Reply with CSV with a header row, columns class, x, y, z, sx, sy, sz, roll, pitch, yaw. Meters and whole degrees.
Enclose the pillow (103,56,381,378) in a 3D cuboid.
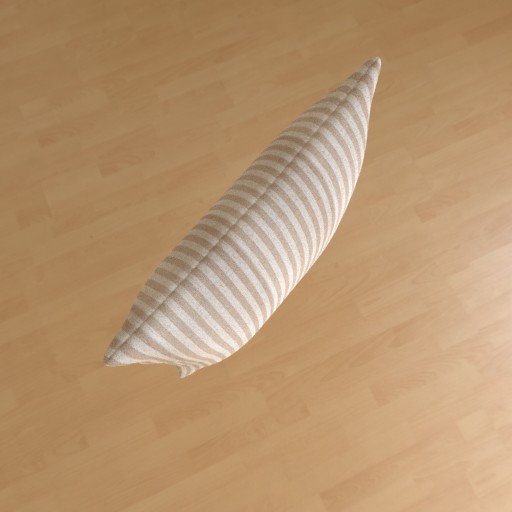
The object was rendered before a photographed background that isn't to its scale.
class,x,y,z,sx,sy,sz,roll,pitch,yaw
pillow,0.000,0.000,0.777,0.166,0.510,0.523,39,78,10
